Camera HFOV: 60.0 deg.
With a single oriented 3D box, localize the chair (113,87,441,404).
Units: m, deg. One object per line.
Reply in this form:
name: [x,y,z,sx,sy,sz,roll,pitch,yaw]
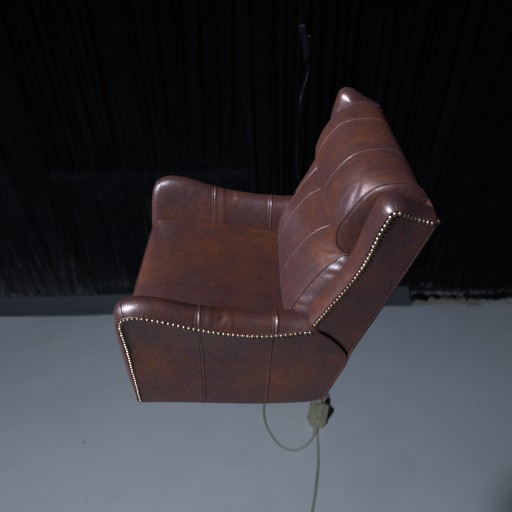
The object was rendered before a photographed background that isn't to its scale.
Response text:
chair: [0.000,0.000,1.814,1.008,1.084,0.869,0,41,0]
